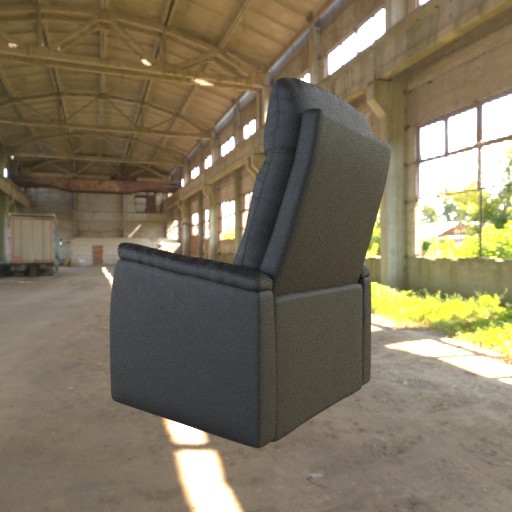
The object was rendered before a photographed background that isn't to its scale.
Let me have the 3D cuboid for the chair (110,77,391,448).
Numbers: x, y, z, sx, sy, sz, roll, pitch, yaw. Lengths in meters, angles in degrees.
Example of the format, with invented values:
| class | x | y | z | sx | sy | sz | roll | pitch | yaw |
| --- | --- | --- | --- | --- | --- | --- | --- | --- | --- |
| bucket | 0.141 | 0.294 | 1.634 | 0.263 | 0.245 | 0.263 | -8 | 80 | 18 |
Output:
| class | x | y | z | sx | sy | sz | roll | pitch | yaw |
| --- | --- | --- | --- | --- | --- | --- | --- | --- | --- |
| chair | 0.000 | 0.000 | 1.643 | 0.831 | 1.082 | 0.775 | 1 | 1 | 37 |
